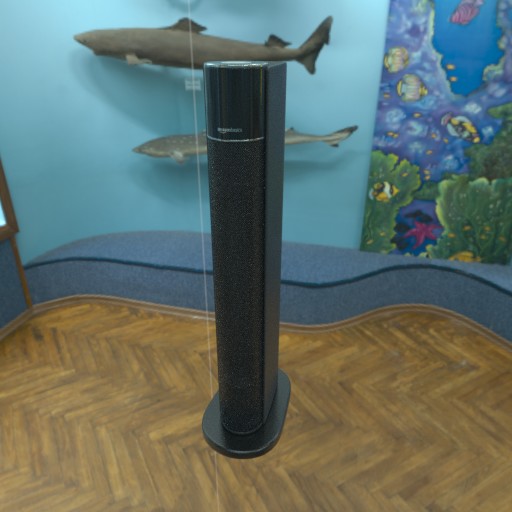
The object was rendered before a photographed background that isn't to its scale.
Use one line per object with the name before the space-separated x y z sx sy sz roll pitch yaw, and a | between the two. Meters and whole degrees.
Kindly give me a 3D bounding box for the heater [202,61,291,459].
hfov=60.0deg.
heater | 0.000 0.000 1.053 0.214 0.856 0.458 8 28 16
